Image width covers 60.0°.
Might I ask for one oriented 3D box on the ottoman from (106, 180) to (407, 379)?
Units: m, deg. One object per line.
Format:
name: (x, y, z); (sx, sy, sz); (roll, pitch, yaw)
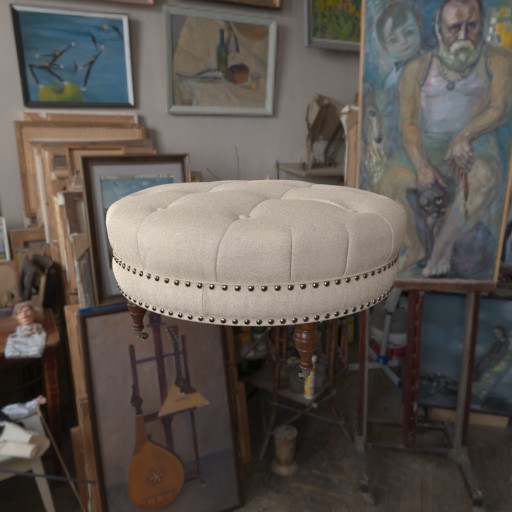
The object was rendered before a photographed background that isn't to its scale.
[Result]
ottoman: (0.000, 0.000, 1.490); (0.940, 0.483, 0.940); (0, 16, 0)
